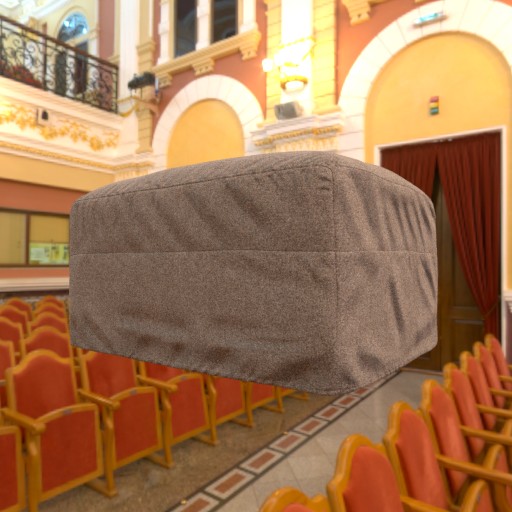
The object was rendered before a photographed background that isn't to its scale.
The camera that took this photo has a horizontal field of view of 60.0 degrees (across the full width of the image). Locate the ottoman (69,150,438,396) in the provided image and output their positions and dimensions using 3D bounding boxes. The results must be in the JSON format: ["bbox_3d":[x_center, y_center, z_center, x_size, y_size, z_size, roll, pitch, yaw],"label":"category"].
[{"bbox_3d":[0.000,0.000,1.222,0.837,0.481,0.683,0,-1,36],"label":"ottoman"}]
